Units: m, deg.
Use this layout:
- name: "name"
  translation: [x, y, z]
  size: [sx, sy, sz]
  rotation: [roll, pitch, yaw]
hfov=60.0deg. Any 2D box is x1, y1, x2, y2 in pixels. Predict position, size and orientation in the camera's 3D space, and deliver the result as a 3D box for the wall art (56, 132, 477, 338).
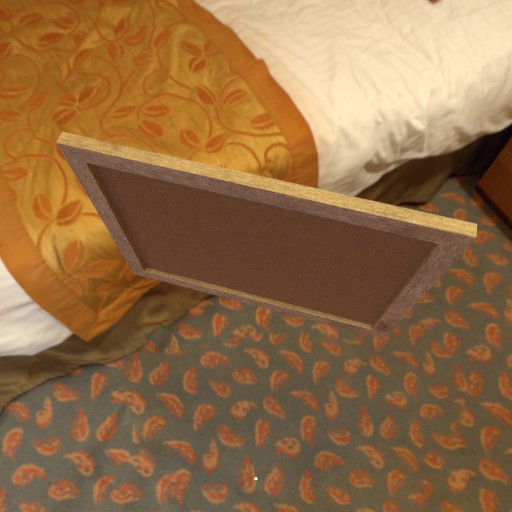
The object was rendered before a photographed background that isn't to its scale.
- name: "wall art"
  translation: [0.000, 0.000, 0.947]
  size: [0.690, 0.535, 0.026]
  rotation: [14, 64, 7]
